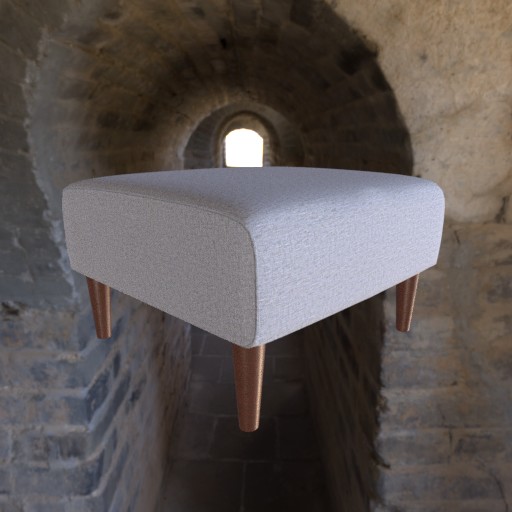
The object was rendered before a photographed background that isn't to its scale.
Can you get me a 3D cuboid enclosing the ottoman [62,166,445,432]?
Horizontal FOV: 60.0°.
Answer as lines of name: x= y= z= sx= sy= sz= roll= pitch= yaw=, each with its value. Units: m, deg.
ottoman: x=0.000 y=0.000 z=1.060 sx=0.648 sy=0.399 sz=0.655 roll=14 pitch=20 yaw=43
